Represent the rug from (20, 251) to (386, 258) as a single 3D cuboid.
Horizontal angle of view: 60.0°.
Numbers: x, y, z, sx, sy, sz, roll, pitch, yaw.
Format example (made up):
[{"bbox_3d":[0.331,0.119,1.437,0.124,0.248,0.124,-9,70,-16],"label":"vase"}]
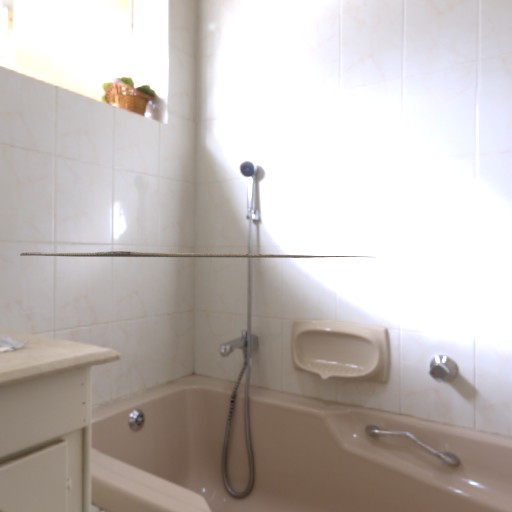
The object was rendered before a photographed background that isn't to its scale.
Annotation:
[{"bbox_3d":[0.000,0.000,2.505,0.692,0.017,2.301,0,-1,36],"label":"rug"}]
